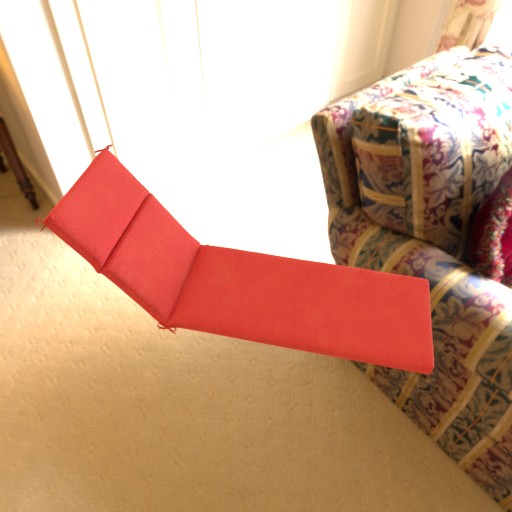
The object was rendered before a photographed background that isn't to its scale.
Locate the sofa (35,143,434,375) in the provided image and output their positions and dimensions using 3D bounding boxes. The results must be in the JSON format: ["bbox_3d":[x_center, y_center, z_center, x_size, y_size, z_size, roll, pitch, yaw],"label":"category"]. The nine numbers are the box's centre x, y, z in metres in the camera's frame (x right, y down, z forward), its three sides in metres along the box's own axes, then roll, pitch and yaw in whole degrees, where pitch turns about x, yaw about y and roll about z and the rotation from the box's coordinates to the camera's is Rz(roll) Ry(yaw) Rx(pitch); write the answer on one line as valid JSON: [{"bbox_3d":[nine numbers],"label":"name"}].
[{"bbox_3d":[0.000,0.000,1.989,1.663,0.622,0.582,9,47,8],"label":"sofa"}]
